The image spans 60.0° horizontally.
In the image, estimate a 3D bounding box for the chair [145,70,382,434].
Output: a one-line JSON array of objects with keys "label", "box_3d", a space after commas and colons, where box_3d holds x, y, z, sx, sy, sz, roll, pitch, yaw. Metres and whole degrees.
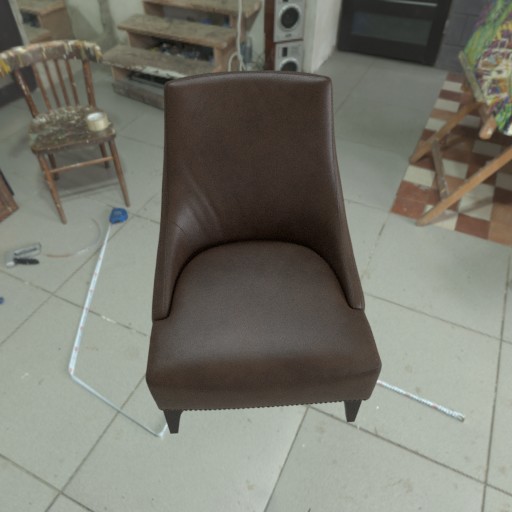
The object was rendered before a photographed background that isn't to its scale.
[{"label": "chair", "box_3d": [0.000, 0.000, 1.495, 0.701, 0.909, 0.861, -3, 46, -3]}]
